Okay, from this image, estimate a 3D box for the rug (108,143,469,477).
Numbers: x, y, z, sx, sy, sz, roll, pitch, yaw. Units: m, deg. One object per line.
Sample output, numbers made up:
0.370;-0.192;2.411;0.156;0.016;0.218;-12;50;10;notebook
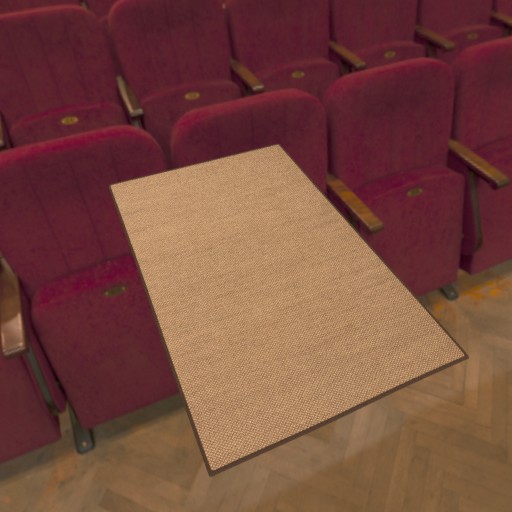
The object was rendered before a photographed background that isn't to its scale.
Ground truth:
0.000;0.000;2.088;1.067;0.013;1.676;-18;48;-16;rug
